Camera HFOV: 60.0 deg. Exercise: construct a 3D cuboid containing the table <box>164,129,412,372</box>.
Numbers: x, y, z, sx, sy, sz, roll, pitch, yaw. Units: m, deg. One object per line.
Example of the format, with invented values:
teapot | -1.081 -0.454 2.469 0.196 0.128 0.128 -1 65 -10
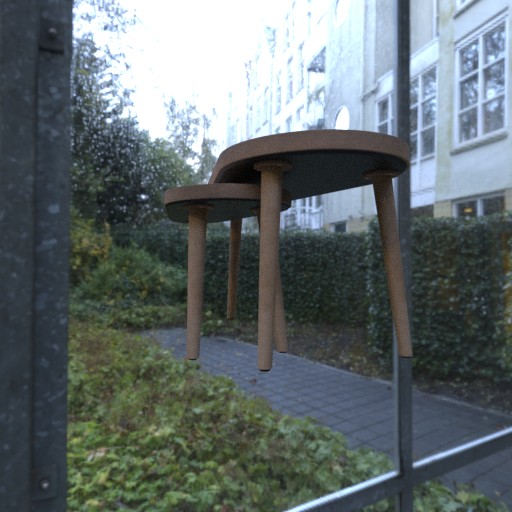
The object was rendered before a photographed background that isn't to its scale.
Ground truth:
table | 0.000 0.000 1.606 0.701 0.595 1.190 0 -1 -20
